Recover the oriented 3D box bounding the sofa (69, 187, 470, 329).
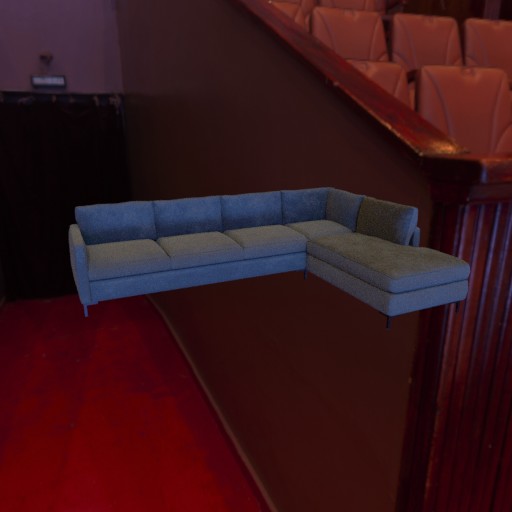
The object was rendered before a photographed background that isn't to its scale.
[{"bbox_3d":[0.000,0.000,3.262,2.486,0.687,1.707,-8,19,-24],"label":"sofa"}]
